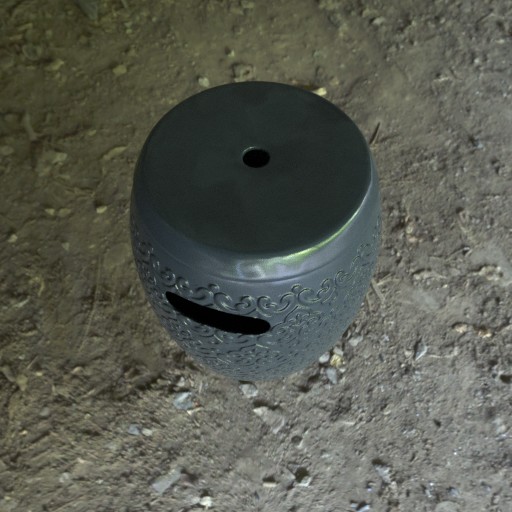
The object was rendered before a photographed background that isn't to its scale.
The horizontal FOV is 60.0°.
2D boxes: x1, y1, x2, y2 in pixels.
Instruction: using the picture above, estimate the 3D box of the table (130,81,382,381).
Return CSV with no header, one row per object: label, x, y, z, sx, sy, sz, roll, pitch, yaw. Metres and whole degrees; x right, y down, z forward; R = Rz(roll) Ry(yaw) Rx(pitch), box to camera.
table,0.000,0.000,0.610,0.309,0.397,0.309,0,60,0
